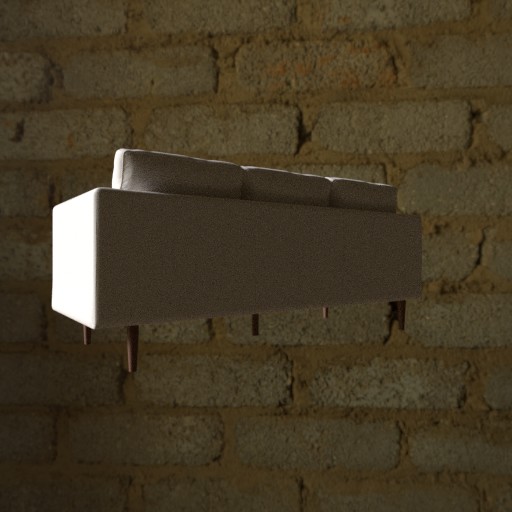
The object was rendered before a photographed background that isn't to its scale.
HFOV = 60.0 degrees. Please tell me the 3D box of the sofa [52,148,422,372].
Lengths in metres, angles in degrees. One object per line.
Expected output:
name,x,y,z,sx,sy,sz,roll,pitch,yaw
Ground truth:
sofa,0.000,0.000,2.537,2.029,0.912,0.802,0,0,-35
